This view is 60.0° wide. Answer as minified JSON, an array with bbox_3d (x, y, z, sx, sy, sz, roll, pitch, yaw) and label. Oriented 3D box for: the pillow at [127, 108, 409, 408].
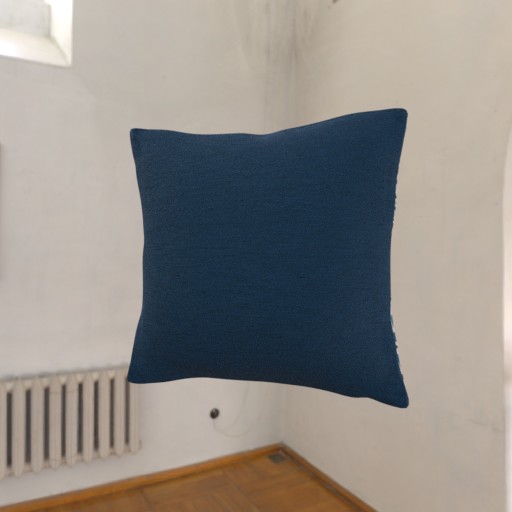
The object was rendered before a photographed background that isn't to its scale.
[{"bbox_3d":[0.000,0.000,0.672,0.440,0.420,0.145,0,1,16],"label":"pillow"}]
